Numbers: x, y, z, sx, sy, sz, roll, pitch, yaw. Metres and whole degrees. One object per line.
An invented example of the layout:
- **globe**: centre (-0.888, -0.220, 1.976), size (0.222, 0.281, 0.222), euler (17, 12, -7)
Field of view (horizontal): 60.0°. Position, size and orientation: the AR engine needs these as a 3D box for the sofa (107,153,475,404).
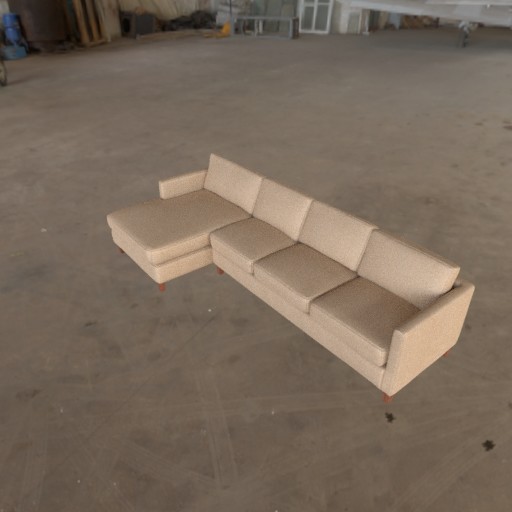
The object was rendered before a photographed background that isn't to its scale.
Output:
- **sofa**: centre (0.000, 0.000, 3.932), size (1.502, 0.876, 3.201), euler (-23, 38, -32)
